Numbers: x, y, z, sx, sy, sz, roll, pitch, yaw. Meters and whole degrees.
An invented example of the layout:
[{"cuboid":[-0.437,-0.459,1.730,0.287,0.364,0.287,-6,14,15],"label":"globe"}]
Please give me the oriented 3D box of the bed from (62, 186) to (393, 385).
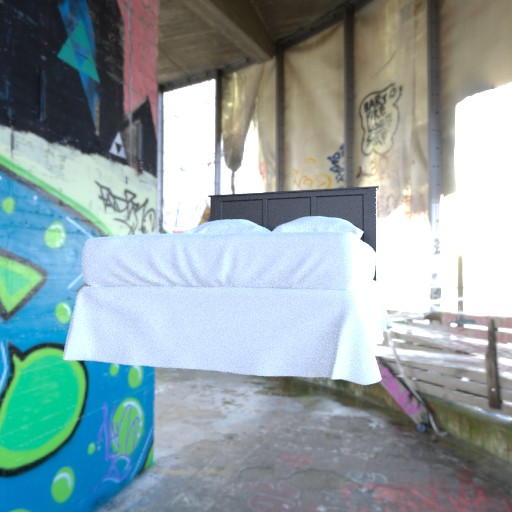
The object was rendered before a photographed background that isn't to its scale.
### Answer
[{"cuboid":[0.000,0.000,3.241,1.870,1.270,2.050,0,-1,18],"label":"bed"}]
